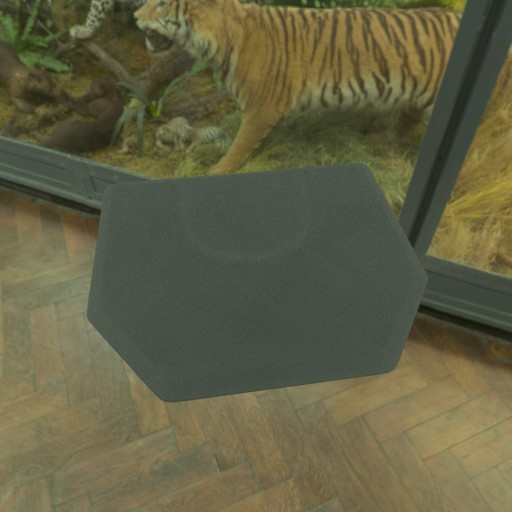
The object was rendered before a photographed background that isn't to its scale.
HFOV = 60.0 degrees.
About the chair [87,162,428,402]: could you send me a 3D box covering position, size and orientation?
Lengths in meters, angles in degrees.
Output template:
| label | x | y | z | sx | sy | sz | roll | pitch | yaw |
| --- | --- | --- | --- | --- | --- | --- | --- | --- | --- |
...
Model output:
| label | x | y | z | sx | sy | sz | roll | pitch | yaw |
| --- | --- | --- | --- | --- | --- | --- | --- | --- | --- |
| chair | 0.000 | 0.000 | 1.899 | 1.372 | 0.024 | 1.219 | -6 | 47 | -6 |
